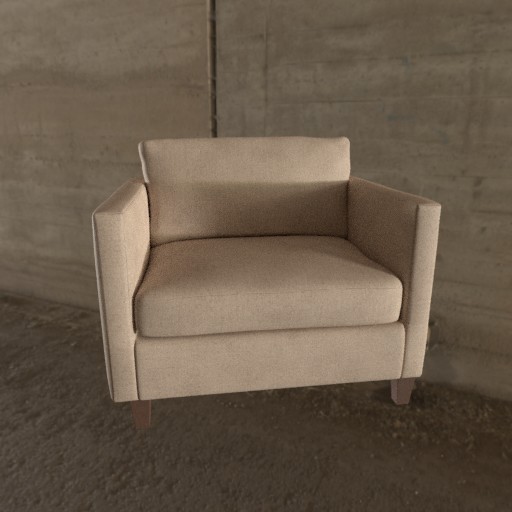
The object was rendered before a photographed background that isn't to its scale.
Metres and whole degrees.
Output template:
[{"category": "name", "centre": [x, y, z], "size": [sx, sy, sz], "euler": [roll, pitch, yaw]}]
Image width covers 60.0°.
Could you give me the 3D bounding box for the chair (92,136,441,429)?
[{"category": "chair", "centre": [0.000, 0.000, 1.862], "size": [1.133, 0.961, 0.959], "euler": [-2, 16, -8]}]
